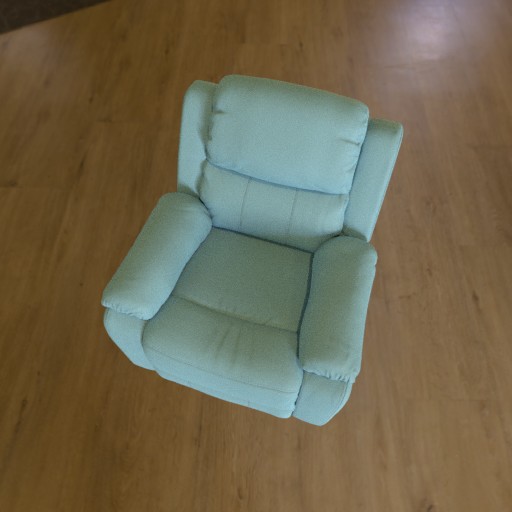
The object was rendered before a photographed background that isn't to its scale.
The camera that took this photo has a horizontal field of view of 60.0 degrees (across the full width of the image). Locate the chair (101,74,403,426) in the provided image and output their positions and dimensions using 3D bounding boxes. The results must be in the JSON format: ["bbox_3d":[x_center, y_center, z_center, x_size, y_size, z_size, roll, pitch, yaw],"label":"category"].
[{"bbox_3d":[0.000,0.000,1.257,0.680,0.702,0.709,15,59,9],"label":"chair"}]
